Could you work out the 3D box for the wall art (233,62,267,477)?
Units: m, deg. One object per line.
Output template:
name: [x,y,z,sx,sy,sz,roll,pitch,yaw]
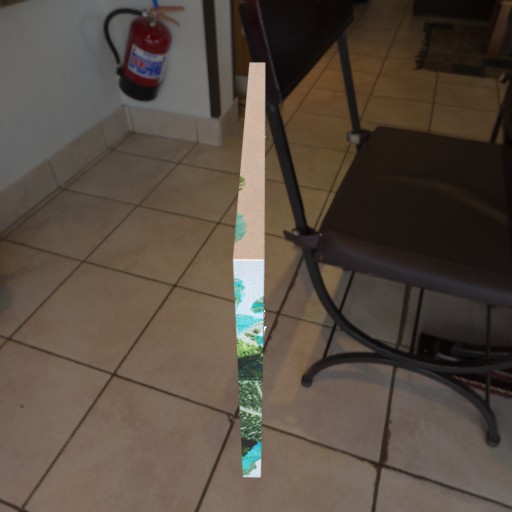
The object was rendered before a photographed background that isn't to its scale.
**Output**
wall art: [0.000,0.000,0.995,0.043,0.610,0.711,1,41,1]
